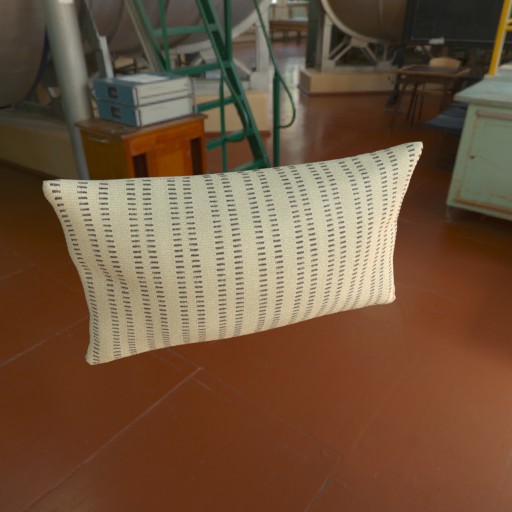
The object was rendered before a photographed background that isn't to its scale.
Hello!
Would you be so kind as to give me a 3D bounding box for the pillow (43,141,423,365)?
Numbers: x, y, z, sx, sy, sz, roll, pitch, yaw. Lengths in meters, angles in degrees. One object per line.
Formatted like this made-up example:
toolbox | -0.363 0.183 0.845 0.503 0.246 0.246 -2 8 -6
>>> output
pillow | 0.000 0.000 0.790 0.640 0.353 0.210 -9 32 -15
